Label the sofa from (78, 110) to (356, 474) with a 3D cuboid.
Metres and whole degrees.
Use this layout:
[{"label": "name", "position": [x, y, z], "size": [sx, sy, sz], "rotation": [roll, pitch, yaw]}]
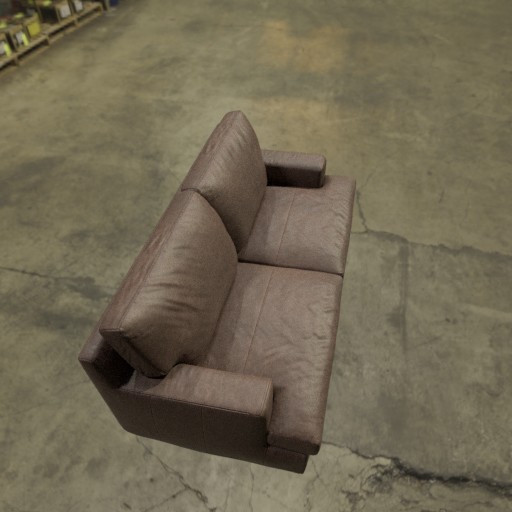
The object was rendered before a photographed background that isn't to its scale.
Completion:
[{"label": "sofa", "position": [0.000, 0.000, 2.829], "size": [1.143, 0.941, 2.261], "rotation": [10, 46, 9]}]
